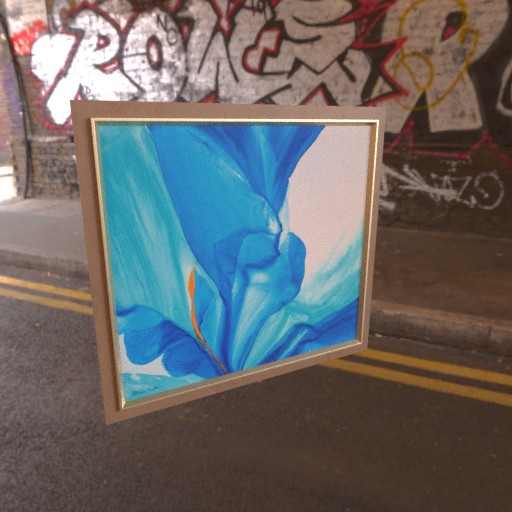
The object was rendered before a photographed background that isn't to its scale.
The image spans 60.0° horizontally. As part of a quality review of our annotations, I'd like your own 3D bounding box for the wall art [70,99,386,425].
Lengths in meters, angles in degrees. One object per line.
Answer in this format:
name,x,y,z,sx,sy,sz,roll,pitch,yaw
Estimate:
wall art,0.000,0.000,1.644,1.168,1.067,0.025,-8,18,-26
